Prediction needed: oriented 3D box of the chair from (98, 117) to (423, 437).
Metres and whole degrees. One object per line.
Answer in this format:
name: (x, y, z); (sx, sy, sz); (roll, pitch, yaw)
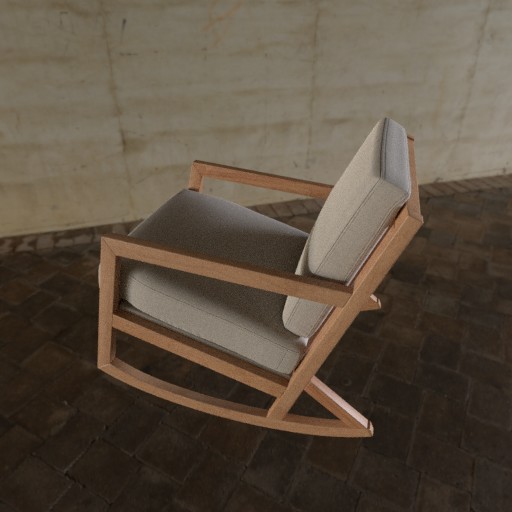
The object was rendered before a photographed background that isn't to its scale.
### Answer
chair: (0.000, 0.000, 1.394); (0.857, 0.790, 0.622); (8, 32, 13)
